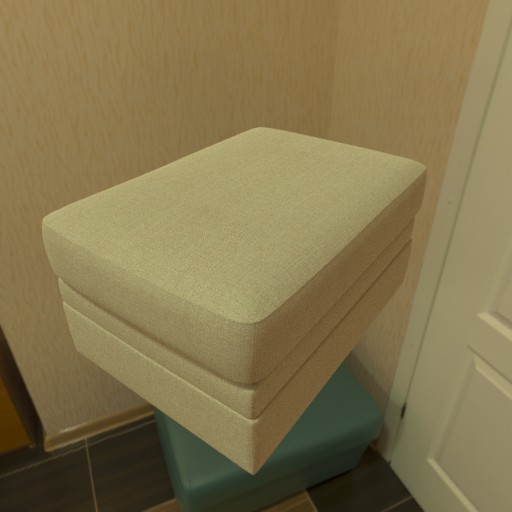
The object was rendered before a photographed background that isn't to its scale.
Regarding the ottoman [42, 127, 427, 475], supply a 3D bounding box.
[{"bbox_3d":[0.000,0.000,1.236,0.637,0.478,0.885,22,39,30],"label":"ottoman"}]
